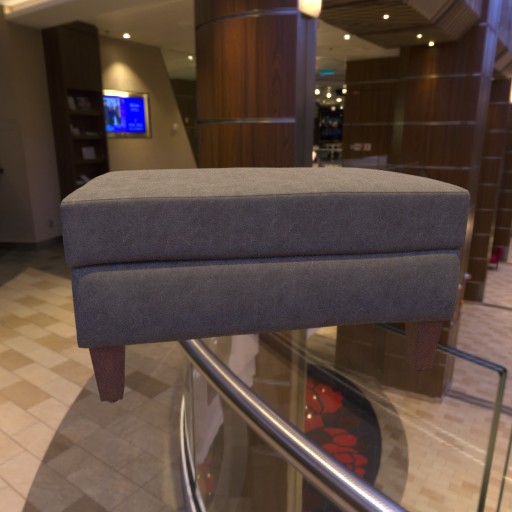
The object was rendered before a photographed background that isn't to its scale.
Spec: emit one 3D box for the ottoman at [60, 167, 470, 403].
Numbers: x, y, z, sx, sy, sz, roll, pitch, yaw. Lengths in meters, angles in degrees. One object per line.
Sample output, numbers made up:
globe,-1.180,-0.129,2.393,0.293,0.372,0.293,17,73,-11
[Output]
ottoman,0.000,0.000,1.206,0.839,0.464,0.639,-3,15,-10
